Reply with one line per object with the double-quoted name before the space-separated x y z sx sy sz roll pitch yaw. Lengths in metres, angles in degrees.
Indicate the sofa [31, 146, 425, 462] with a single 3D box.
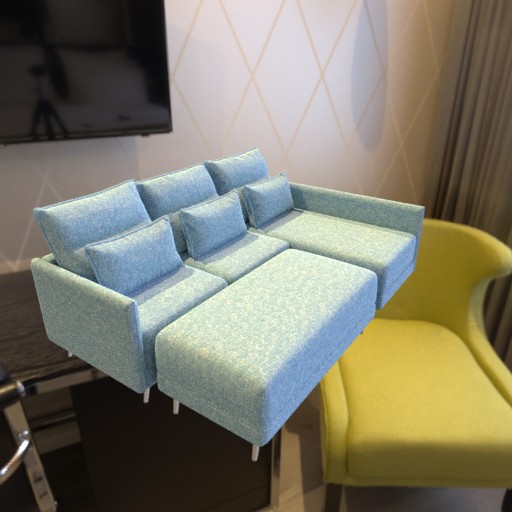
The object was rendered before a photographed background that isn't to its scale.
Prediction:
"sofa" 0.000 0.000 2.720 1.420 0.899 2.034 17 30 31
